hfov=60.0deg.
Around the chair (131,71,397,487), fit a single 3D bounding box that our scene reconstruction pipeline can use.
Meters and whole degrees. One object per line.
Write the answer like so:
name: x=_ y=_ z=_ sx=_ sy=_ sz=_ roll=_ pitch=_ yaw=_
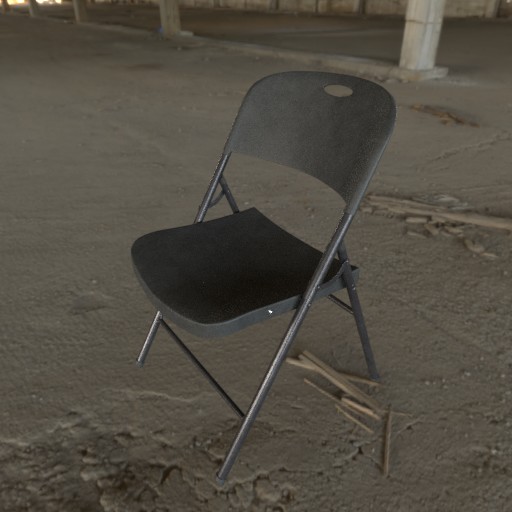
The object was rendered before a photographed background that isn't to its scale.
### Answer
chair: x=0.000 y=0.000 z=1.123 sx=0.567 sy=0.810 sz=0.494 roll=-21 pitch=37 yaw=-30
